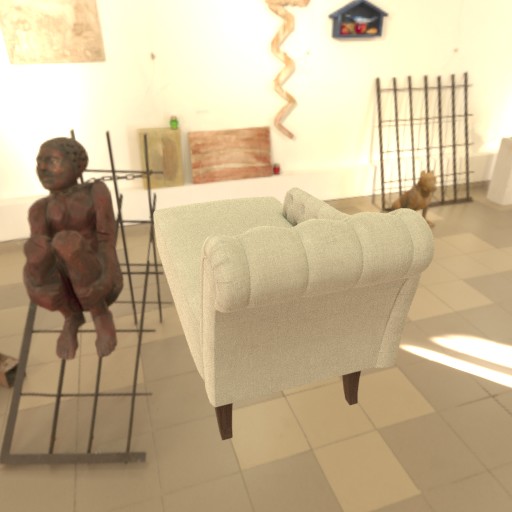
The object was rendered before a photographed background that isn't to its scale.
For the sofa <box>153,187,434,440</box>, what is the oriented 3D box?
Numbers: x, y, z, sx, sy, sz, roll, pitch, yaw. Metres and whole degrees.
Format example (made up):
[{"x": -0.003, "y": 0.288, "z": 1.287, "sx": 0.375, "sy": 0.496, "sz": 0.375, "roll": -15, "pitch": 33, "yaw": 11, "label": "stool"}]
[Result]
[{"x": 0.000, "y": 0.000, "z": 1.809, "sx": 0.675, "sy": 0.787, "sz": 1.379, "roll": -9, "pitch": 29, "yaw": -16, "label": "sofa"}]
